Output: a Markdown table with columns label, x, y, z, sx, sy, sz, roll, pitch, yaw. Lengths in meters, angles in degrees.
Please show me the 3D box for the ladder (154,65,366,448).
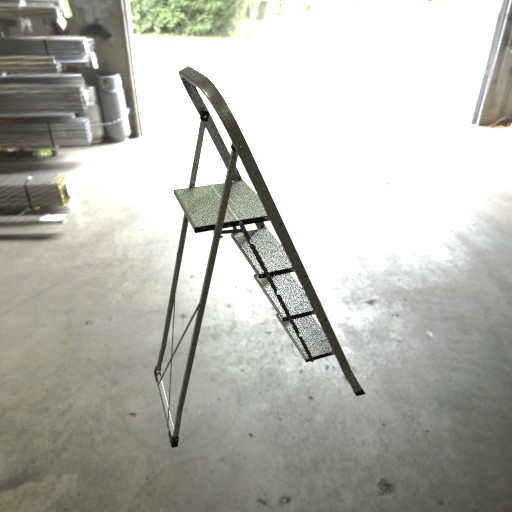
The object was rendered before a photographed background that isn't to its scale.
| label | x | y | z | sx | sy | sz | roll | pitch | yaw |
| --- | --- | --- | --- | --- | --- | --- | --- | --- | --- |
| ladder | 0.000 | 0.000 | 1.628 | 0.830 | 1.290 | 0.465 | -11 | 33 | -17 |
